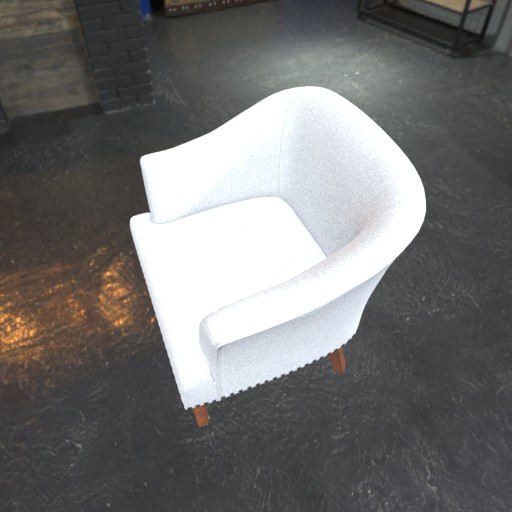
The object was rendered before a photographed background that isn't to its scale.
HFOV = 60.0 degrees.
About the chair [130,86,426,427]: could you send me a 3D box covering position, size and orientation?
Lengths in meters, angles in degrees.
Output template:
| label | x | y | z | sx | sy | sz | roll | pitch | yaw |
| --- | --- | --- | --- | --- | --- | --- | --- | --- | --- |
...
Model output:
| label | x | y | z | sx | sy | sz | roll | pitch | yaw |
| --- | --- | --- | --- | --- | --- | --- | --- | --- | --- |
| chair | 0.000 | 0.000 | 1.427 | 0.704 | 0.815 | 0.798 | -16 | 49 | -15 |
